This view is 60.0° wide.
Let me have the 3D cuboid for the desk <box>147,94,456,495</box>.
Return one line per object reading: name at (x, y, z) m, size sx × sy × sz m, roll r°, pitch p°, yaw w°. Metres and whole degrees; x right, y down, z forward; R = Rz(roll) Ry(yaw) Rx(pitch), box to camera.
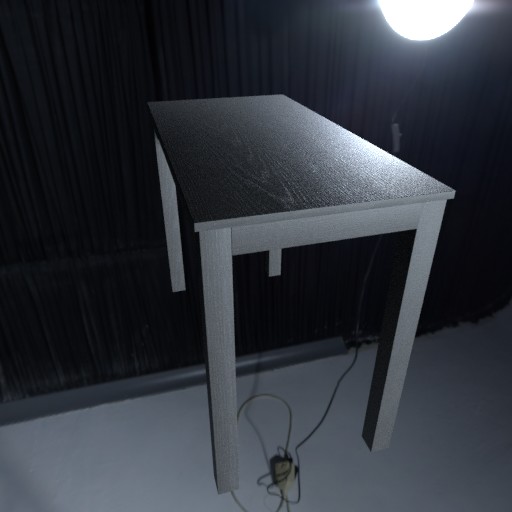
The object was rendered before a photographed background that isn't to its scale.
desk at (0.000, 0.000, 1.381) m, size 0.499 × 0.762 × 0.991 m, roll -8°, pitch 31°, yaw -14°
